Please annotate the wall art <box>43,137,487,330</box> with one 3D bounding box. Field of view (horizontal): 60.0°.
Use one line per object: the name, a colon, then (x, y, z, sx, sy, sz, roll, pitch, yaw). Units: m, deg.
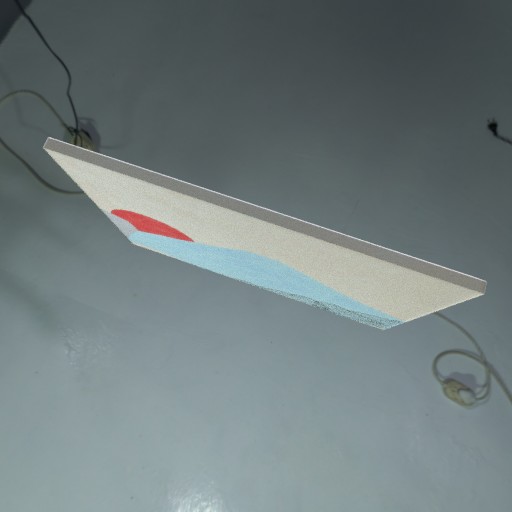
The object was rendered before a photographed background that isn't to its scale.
wall art: (0.000, 0.000, 1.601, 1.219, 0.912, 0.042, 19, 76, 5)
